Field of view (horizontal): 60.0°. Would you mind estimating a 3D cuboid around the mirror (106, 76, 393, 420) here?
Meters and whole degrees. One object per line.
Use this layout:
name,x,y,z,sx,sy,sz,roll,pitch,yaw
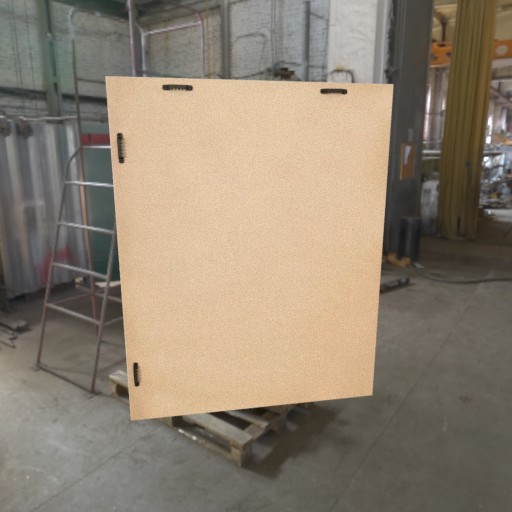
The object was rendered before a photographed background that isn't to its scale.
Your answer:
mirror,0.000,0.000,0.688,0.405,0.508,0.041,-2,14,-10
